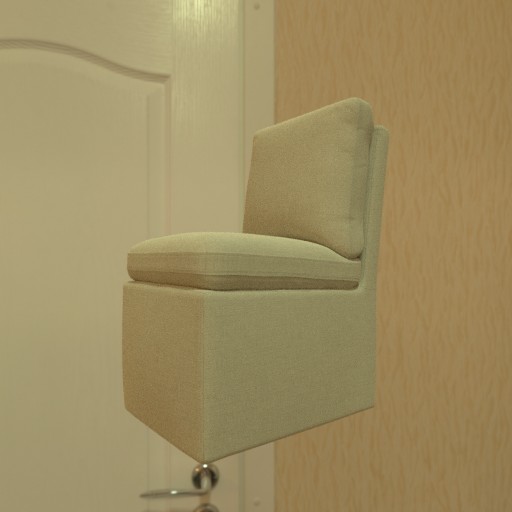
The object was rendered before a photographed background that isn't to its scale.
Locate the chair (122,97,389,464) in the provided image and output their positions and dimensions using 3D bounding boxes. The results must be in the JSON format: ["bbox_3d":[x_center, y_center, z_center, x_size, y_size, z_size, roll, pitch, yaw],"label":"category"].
[{"bbox_3d":[0.000,0.000,1.352,0.698,0.927,0.503,0,0,-38],"label":"chair"}]
